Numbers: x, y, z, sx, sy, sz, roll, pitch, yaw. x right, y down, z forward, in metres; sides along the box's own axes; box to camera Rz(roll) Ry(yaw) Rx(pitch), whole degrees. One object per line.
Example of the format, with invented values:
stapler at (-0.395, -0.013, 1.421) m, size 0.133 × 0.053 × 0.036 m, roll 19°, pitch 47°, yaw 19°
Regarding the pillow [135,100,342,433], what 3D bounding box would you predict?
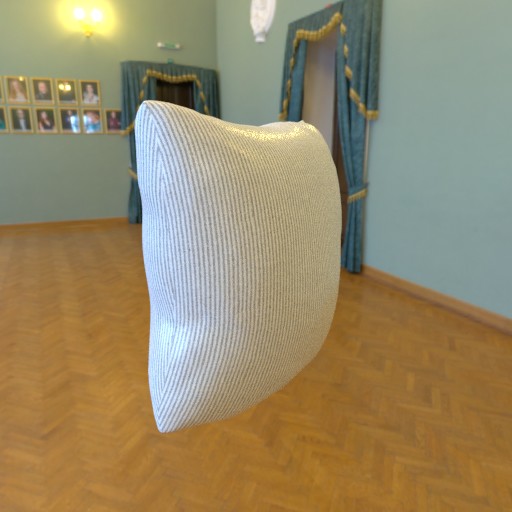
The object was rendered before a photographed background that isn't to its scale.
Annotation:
pillow at (0.000, 0.000, 0.695) m, size 0.387 × 0.432 × 0.310 m, roll -7°, pitch 16°, yaw -26°
